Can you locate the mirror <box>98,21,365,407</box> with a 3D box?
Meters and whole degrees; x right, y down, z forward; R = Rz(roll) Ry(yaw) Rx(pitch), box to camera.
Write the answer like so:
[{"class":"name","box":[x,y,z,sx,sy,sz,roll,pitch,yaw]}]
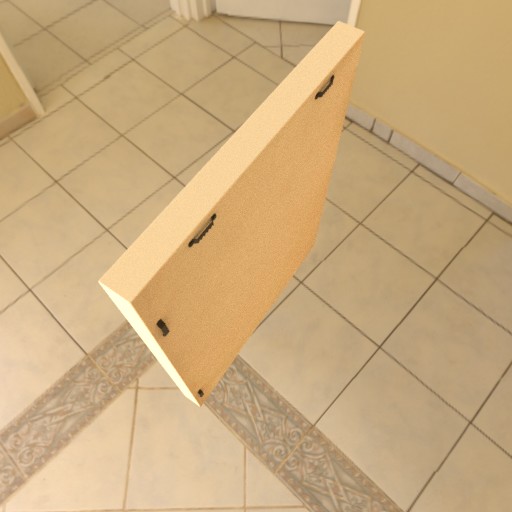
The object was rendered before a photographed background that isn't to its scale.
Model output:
[{"class":"mirror","box":[0.000,0.000,0.662,0.041,0.508,0.405,31,66,15]}]
